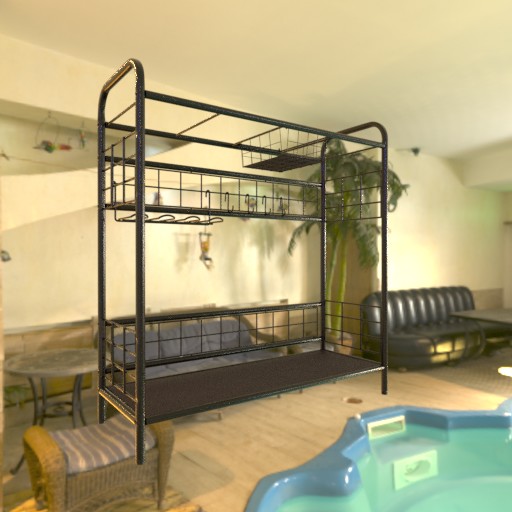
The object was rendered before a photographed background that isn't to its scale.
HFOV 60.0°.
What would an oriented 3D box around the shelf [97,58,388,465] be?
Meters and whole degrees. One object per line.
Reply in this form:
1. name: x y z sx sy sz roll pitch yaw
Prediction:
1. shelf: 0.000 0.000 1.505 0.961 1.026 0.350 0 0 -35
